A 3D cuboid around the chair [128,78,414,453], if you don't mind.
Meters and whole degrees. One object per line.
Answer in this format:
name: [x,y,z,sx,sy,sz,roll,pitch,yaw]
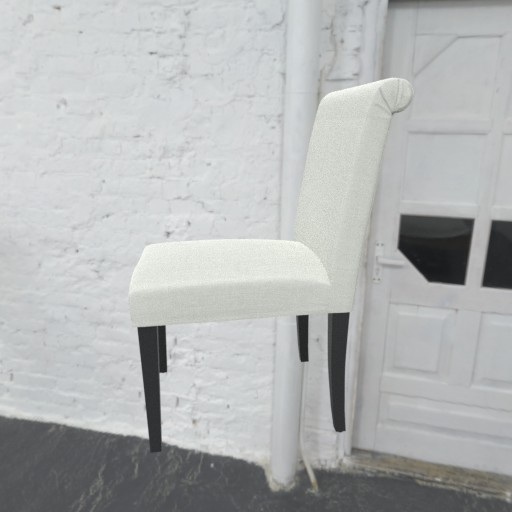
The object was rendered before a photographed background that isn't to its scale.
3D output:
chair: [0.000,0.000,1.344,0.708,0.976,0.452,-2,16,-9]
